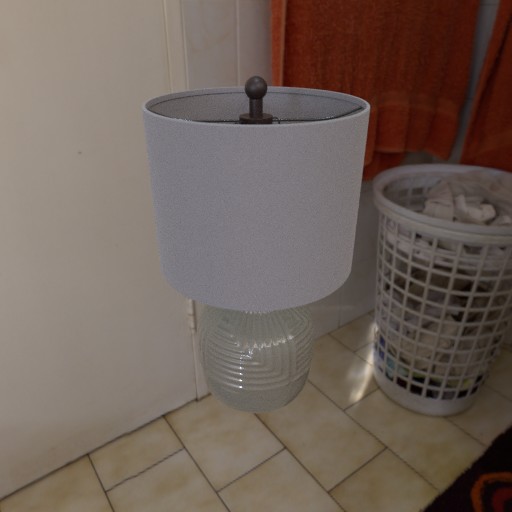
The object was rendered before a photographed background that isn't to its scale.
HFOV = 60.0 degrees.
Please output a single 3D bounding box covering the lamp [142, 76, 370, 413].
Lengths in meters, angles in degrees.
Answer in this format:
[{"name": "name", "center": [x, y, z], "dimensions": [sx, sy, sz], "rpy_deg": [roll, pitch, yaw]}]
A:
[{"name": "lamp", "center": [0.000, 0.000, 0.749], "dimensions": [0.318, 0.567, 0.318], "rpy_deg": [0, 28, 0]}]
